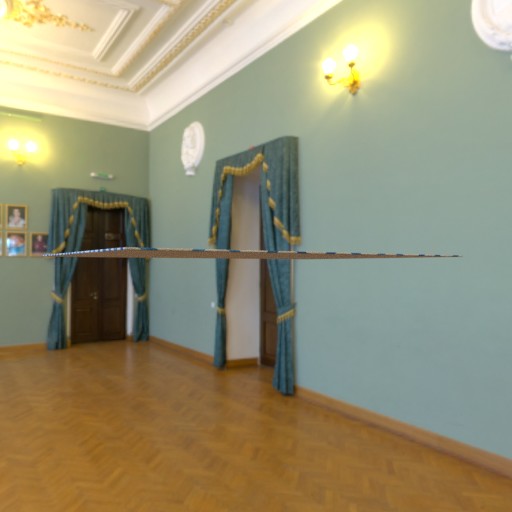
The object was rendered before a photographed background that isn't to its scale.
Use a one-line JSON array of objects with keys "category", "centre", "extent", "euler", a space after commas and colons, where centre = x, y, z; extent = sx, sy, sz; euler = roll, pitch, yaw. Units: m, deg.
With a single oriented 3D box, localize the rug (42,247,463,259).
[{"category": "rug", "centre": [0.000, 0.000, 2.315], "extent": [1.830, 0.008, 1.225], "euler": [1, -1, -36]}]
